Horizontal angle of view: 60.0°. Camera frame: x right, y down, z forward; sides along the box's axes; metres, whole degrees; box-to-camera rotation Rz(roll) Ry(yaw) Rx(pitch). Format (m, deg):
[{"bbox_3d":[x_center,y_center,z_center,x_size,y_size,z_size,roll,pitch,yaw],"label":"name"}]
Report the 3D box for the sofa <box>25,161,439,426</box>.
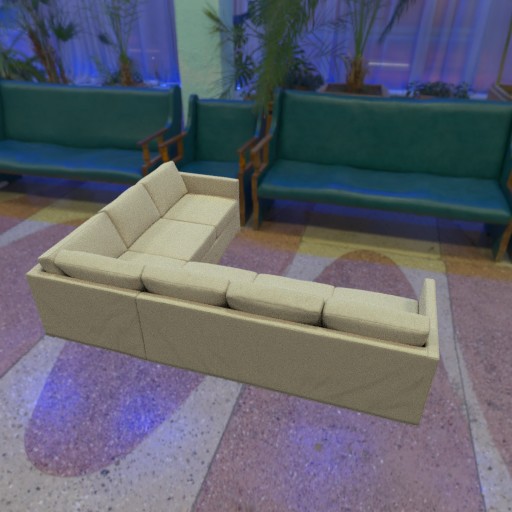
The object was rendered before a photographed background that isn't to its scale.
[{"bbox_3d":[0.000,0.000,4.279,3.182,0.871,2.432,9,33,15],"label":"sofa"}]
